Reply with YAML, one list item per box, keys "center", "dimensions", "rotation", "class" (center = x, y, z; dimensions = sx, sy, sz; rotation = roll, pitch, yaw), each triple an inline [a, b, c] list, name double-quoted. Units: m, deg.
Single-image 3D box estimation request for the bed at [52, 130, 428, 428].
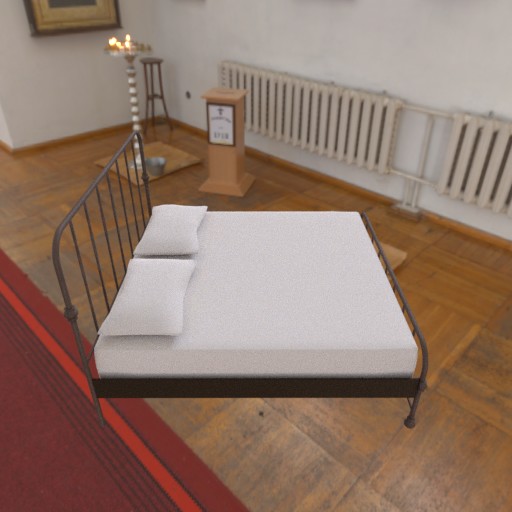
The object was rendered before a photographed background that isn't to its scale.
- center: [0.000, 0.000, 3.424]
  dimensions: [2.134, 1.446, 2.044]
  rotation: [0, 32, 0]
  class: "bed"
